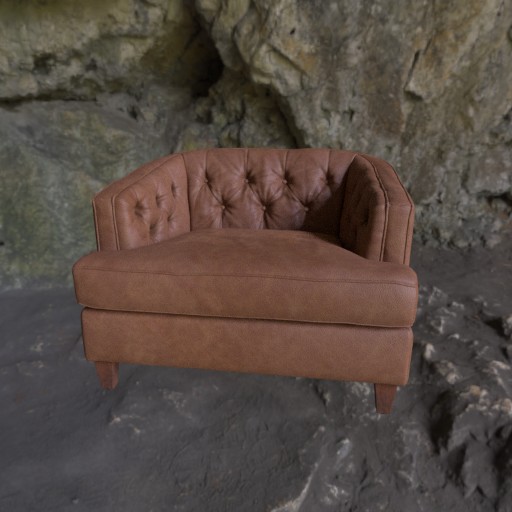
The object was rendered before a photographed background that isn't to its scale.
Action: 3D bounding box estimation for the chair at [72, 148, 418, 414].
[{"bbox_3d":[0.000,0.000,1.795,1.119,0.836,0.911,2,15,9],"label":"chair"}]
